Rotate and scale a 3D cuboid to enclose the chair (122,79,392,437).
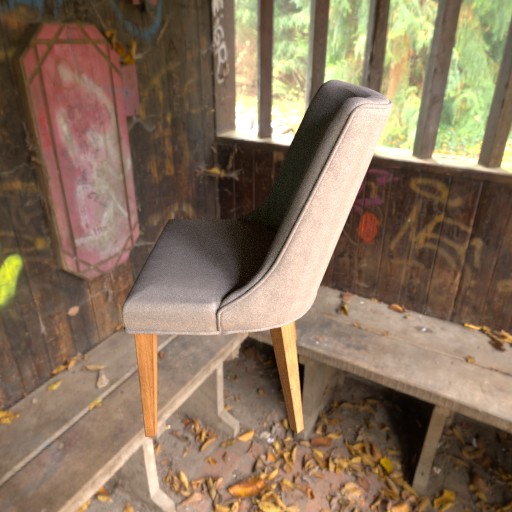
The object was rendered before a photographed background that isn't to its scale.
[{"bbox_3d":[0.000,0.000,1.277,0.636,0.916,0.548,1,27,2],"label":"chair"}]
